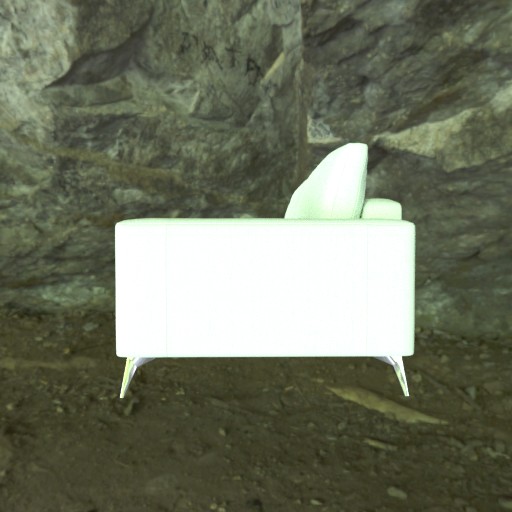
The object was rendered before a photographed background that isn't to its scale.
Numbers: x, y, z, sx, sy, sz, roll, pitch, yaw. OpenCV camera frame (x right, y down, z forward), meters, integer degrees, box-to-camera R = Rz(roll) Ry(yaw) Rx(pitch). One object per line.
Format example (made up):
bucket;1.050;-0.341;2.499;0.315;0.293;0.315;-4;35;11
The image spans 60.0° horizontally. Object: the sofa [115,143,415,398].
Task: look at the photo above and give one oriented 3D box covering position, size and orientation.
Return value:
sofa;0.000;0.000;2.109;0.920;0.790;1.650;0;2;-1
